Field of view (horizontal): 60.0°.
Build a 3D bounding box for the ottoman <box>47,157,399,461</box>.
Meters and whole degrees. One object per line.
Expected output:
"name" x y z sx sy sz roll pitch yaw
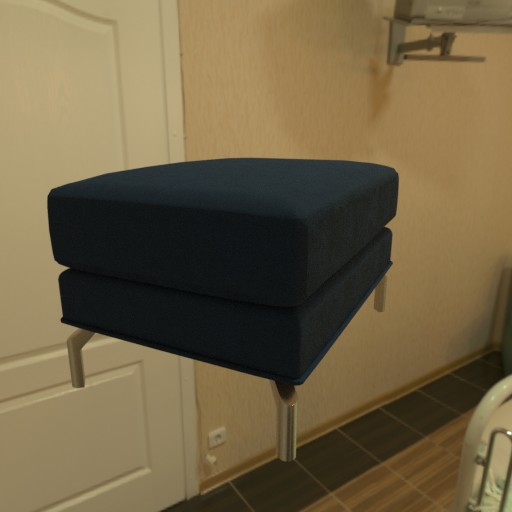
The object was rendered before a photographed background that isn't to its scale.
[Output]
"ottoman" 0.000 0.000 1.191 0.587 0.498 0.835 8 17 26
